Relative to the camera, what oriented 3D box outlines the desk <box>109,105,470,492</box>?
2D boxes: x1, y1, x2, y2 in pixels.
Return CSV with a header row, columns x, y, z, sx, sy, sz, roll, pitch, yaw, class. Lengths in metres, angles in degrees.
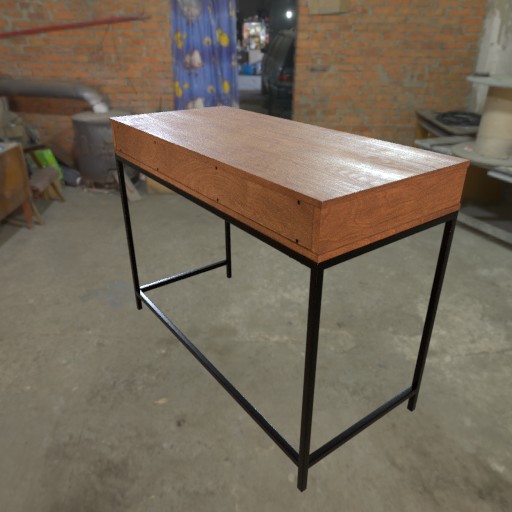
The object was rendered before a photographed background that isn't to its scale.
x,y,z,sx,sy,sz,roll,pitch,yaw,class
0.000,0.000,1.412,0.470,0.762,1.016,-18,32,-32,desk
